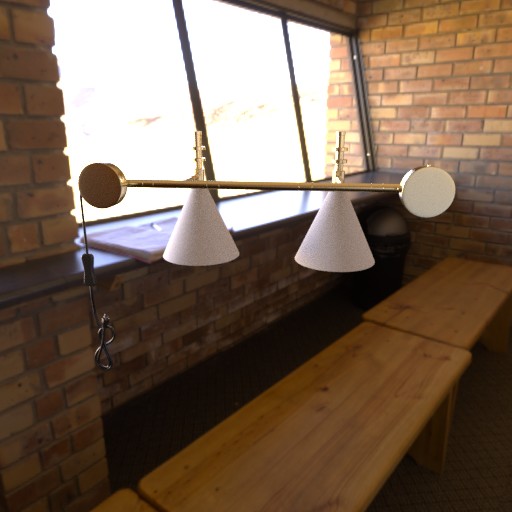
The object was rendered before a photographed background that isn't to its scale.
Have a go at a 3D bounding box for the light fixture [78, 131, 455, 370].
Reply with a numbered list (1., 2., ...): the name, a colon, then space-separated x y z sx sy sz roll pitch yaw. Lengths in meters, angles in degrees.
1. light fixture: 0.000 0.000 0.867 0.642 0.468 0.239 2 17 7
